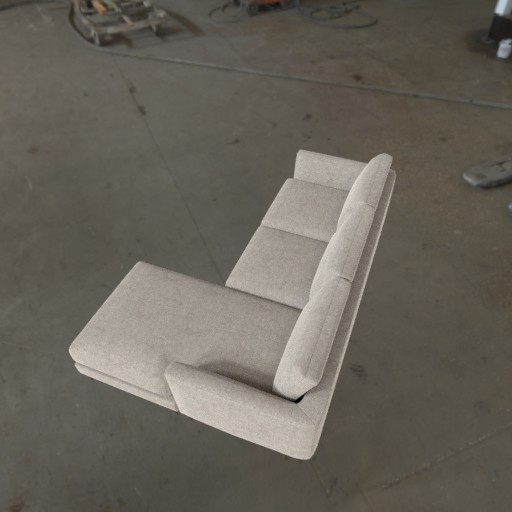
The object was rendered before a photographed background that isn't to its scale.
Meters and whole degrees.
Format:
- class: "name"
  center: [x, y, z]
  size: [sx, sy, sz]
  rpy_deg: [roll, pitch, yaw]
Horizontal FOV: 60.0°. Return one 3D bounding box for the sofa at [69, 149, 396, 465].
- class: "sofa"
  center: [0.000, 0.000, 3.309]
  size: [1.626, 0.864, 2.438]
  rpy_deg: [16, 47, 15]
